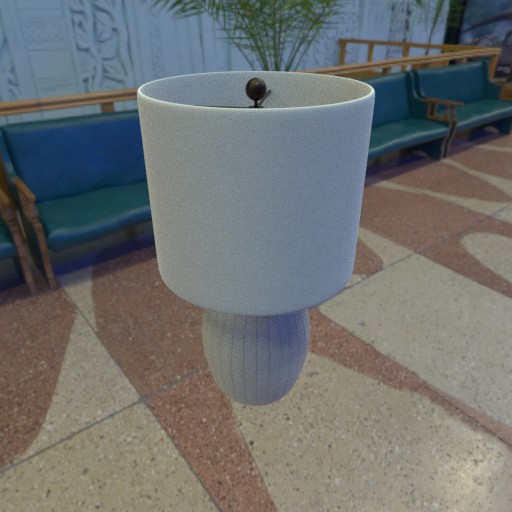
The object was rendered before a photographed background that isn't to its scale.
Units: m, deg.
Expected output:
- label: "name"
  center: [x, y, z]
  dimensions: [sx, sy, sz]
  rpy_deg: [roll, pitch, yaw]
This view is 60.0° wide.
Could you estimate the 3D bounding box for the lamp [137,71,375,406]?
- label: "lamp"
  center: [0.000, 0.000, 0.758]
  dimensions: [0.328, 0.570, 0.328]
  rpy_deg: [0, 29, 0]
